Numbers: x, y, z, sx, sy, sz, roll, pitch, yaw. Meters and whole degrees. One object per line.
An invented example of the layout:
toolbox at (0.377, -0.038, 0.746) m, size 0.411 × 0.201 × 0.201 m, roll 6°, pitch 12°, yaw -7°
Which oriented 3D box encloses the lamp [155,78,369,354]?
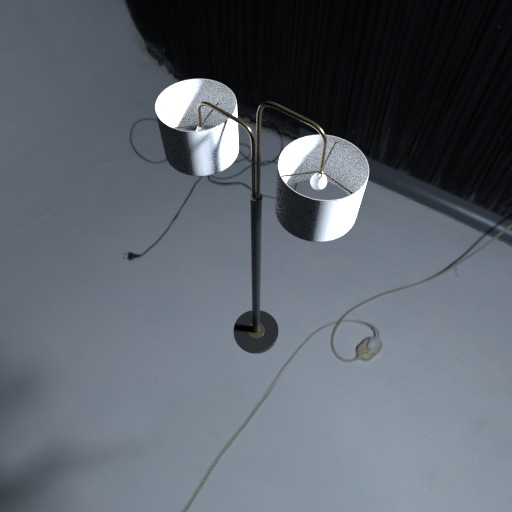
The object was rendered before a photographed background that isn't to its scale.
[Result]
lamp at (0.000, 0.000, 1.856) m, size 0.711 × 1.587 × 0.254 m, roll 31°, pitch 62°, yaw 18°
